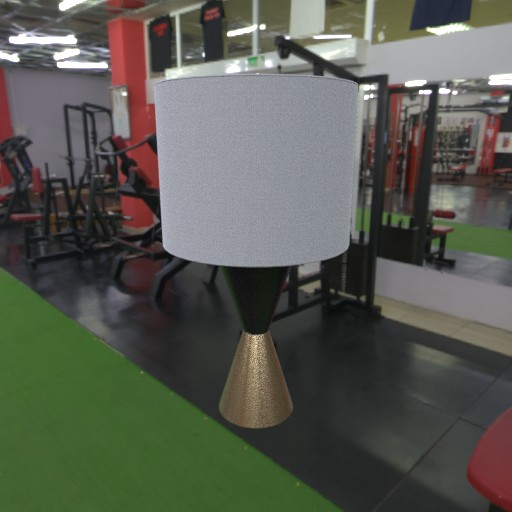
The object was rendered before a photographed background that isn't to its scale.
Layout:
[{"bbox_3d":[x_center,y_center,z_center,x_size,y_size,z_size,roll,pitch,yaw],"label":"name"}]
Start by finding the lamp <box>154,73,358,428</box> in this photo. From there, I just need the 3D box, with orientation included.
[{"bbox_3d":[0.000,0.000,0.746,0.304,0.573,0.304,-13,20,-40],"label":"lamp"}]
